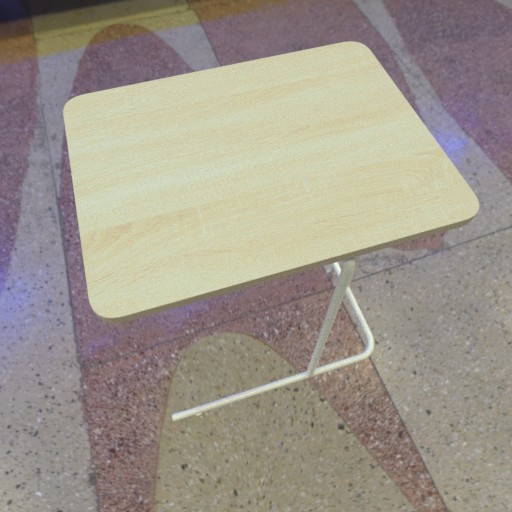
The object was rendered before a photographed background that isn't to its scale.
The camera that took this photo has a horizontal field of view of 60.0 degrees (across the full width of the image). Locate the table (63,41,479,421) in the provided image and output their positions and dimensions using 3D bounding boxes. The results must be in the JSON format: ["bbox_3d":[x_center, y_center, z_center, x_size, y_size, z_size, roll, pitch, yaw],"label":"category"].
[{"bbox_3d":[0.000,0.000,0.830,0.480,0.550,0.370,-15,60,-9],"label":"table"}]
